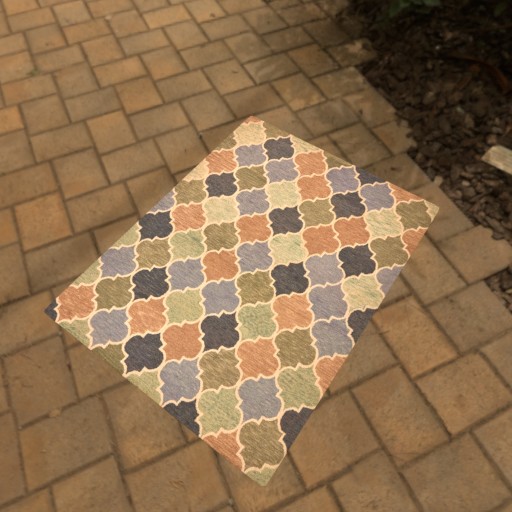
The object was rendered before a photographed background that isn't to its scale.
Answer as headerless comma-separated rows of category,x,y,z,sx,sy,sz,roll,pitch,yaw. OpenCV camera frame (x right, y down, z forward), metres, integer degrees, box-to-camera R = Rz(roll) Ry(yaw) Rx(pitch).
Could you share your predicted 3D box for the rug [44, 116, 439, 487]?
rug,0.000,0.000,4.309,2.439,0.013,3.200,31,63,18
